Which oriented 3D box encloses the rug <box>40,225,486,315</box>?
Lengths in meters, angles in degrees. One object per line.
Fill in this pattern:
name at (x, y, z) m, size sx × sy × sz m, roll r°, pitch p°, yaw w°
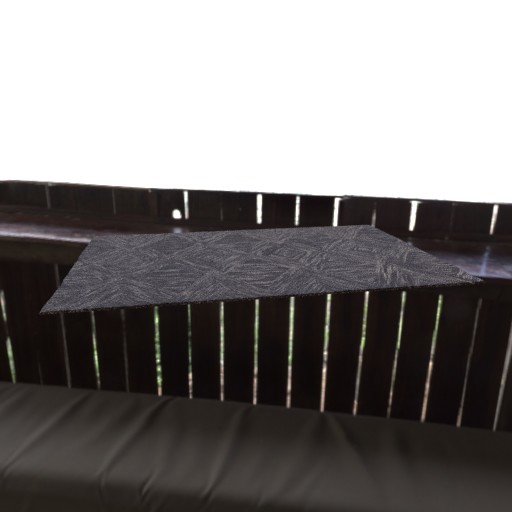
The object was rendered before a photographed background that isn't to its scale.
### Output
rug at (0.000, 0.000, 2.318) m, size 1.814 × 0.012 × 1.186 m, roll -3°, pitch 16°, yaw -10°
